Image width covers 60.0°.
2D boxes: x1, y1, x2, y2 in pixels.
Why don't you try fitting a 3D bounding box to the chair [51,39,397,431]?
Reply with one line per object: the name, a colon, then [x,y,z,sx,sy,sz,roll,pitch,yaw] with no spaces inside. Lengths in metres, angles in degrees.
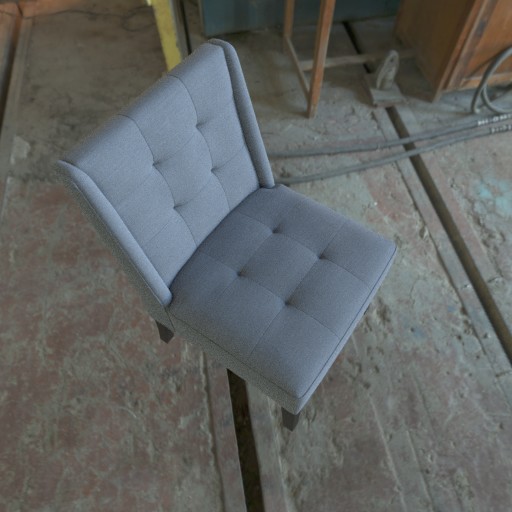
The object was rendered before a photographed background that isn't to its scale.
chair: [0.000,0.000,1.284,0.676,0.853,0.569,31,63,18]
